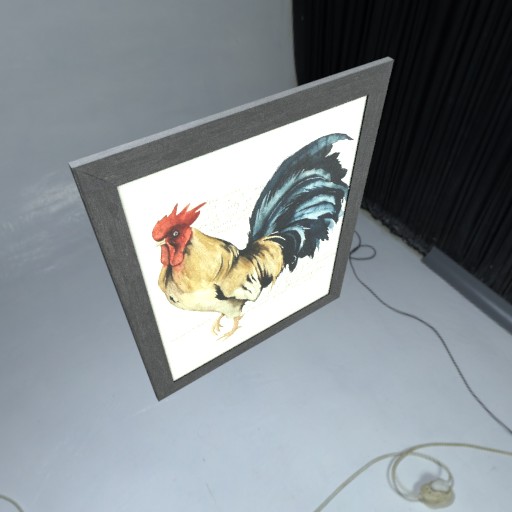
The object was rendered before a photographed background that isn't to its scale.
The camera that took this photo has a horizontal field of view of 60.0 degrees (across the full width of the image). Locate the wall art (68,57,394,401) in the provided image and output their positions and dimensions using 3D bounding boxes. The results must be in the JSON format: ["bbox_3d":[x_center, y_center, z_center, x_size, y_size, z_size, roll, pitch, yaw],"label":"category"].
[{"bbox_3d":[0.000,0.000,0.771,0.476,0.570,0.013,-26,53,-22],"label":"wall art"}]
